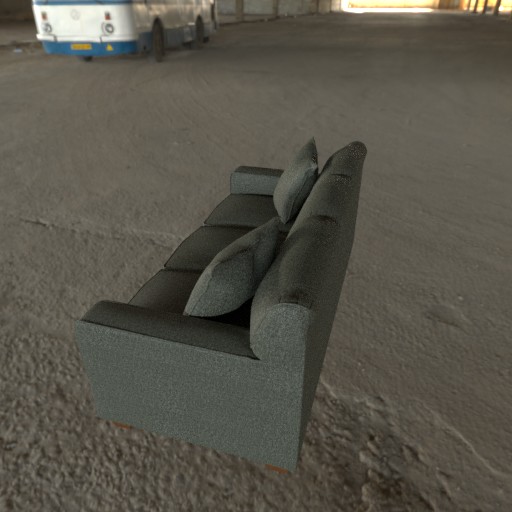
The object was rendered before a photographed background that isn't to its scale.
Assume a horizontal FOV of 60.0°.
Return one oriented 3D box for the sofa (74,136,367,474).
[{"bbox_3d":[0.000,0.000,2.555,0.997,0.958,2.024,9,31,15],"label":"sofa"}]
